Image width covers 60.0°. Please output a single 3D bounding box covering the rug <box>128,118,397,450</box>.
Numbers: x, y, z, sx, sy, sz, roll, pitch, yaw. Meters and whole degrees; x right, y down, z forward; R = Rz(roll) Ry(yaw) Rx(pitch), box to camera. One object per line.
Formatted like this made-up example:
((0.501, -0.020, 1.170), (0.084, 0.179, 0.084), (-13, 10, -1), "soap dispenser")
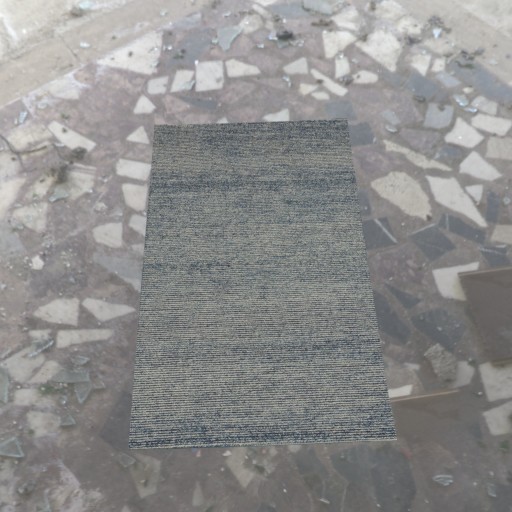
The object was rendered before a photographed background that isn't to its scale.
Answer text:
((0.000, 0.000, 2.251), (1.145, 0.021, 1.777), (-2, 65, -1), "rug")
